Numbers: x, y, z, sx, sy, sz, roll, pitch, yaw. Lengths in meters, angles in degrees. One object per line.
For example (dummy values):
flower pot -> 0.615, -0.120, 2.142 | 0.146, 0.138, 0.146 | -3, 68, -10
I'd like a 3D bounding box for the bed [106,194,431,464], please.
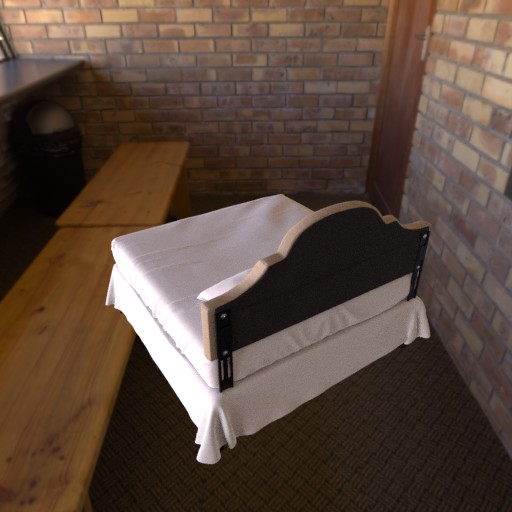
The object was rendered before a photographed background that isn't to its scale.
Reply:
bed -> 0.000, 0.000, 3.859 | 2.303, 1.631, 2.222 | -19, 35, -28
